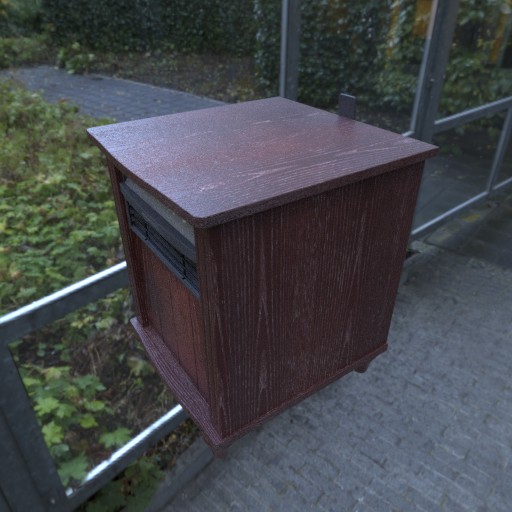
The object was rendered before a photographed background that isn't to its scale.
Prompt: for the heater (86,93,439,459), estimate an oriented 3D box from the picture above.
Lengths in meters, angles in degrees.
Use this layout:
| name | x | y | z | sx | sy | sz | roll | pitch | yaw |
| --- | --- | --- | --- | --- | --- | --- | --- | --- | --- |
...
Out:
| name | x | y | z | sx | sy | sz | roll | pitch | yaw |
| --- | --- | --- | --- | --- | --- | --- | --- | --- | --- |
| heater | 0.000 | 0.000 | 0.753 | 0.400 | 0.481 | 0.362 | -20 | 38 | -29 |
